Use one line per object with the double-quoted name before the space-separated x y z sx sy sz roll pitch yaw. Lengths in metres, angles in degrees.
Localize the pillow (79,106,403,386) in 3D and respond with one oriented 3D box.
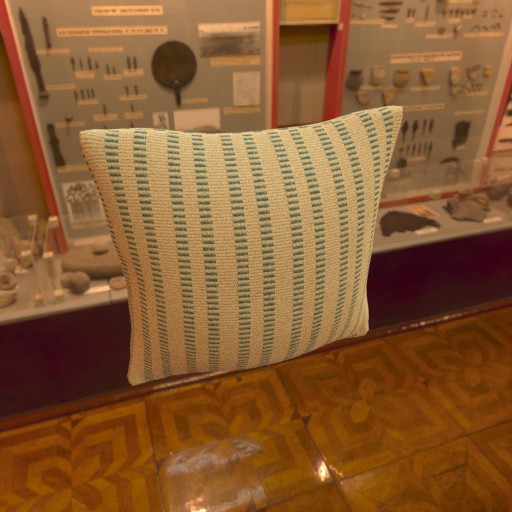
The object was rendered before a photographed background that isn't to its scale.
"pillow" 0.000 0.000 0.675 0.438 0.419 0.247 -9 32 -15
